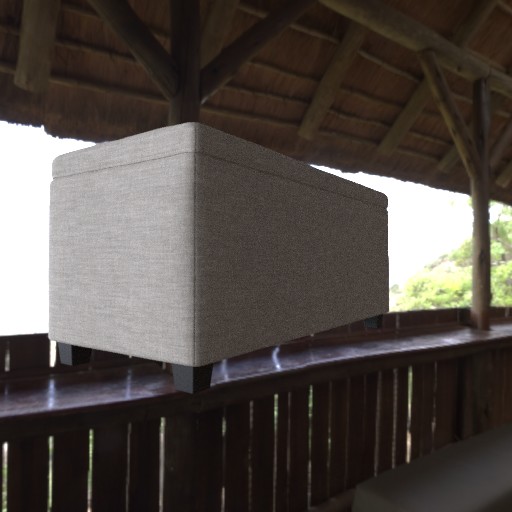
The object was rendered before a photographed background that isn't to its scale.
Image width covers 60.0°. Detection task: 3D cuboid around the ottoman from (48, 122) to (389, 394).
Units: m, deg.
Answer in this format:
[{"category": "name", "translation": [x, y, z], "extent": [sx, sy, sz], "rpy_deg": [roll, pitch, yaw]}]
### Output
[{"category": "ottoman", "translation": [0.000, 0.000, 1.124], "extent": [0.419, 0.432, 0.902], "rpy_deg": [0, -1, 35]}]
